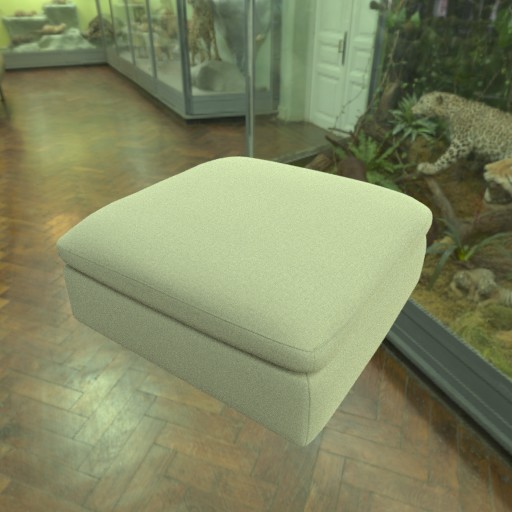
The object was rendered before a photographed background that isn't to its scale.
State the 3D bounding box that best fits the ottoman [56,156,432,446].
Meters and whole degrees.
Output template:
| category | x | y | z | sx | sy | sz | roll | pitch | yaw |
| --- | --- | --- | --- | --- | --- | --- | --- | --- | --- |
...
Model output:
| category | x | y | z | sx | sy | sz | roll | pitch | yaw |
| --- | --- | --- | --- | --- | --- | --- | --- | --- | --- |
| ottoman | 0.000 | 0.000 | 1.595 | 0.996 | 0.467 | 0.977 | 19 | 36 | 29 |
